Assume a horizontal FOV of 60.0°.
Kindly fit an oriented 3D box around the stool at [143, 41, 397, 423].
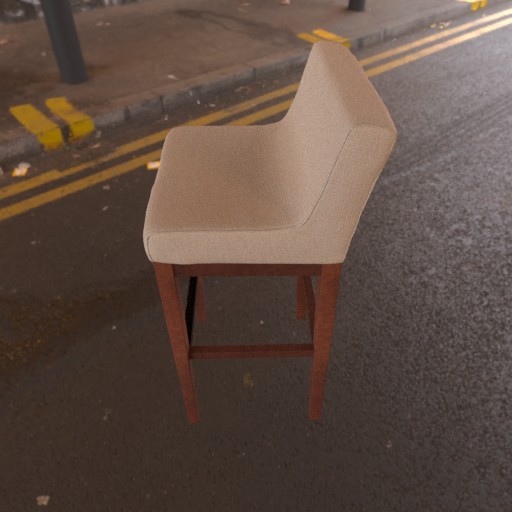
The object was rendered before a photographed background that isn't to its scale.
[{"bbox_3d":[0.000,0.000,1.281,0.500,1.037,0.511,-1,41,-1],"label":"stool"}]
